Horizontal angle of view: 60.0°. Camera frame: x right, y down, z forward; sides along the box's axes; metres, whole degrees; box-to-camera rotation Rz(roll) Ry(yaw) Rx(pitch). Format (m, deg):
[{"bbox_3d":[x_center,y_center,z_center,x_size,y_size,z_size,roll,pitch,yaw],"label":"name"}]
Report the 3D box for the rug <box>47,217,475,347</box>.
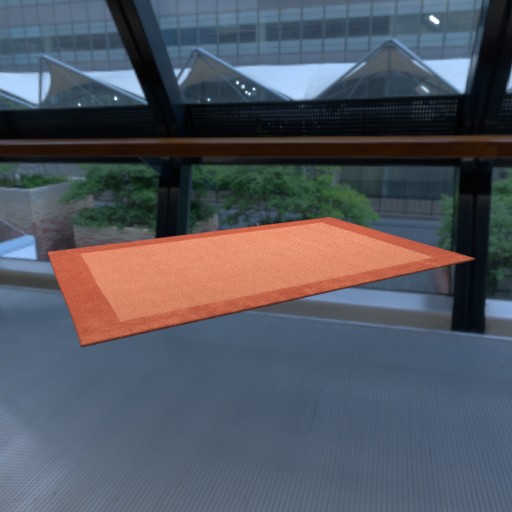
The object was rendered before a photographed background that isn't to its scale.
[{"bbox_3d":[0.000,0.000,2.970,2.438,0.014,1.524,-9,19,-28],"label":"rug"}]
